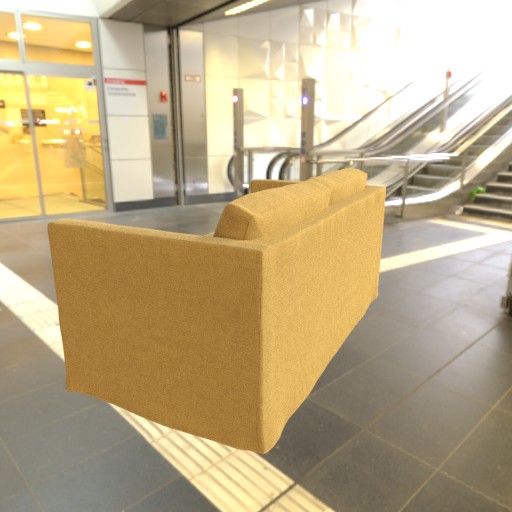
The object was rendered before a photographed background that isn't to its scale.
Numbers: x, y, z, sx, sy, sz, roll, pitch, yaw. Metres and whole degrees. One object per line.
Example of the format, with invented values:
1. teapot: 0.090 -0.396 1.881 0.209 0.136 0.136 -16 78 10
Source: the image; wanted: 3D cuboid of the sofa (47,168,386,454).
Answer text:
1. sofa: 0.000 0.000 2.286 0.956 0.828 1.766 8 18 26
